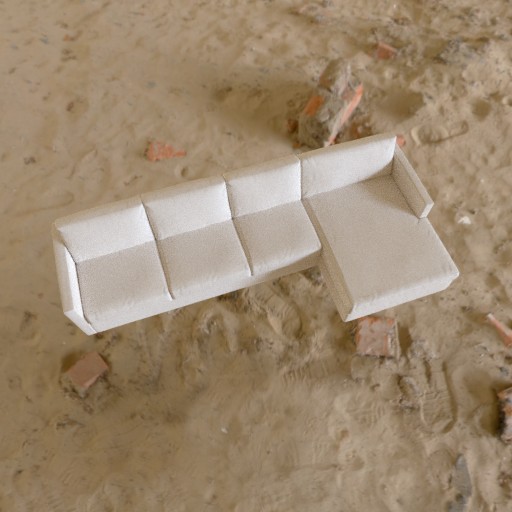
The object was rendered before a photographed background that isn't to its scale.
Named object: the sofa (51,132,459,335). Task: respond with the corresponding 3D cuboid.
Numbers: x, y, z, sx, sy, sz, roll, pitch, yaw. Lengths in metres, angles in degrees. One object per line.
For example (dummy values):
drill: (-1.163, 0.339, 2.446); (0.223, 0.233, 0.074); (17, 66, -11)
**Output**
sofa: (0.000, 0.000, 4.199); (3.471, 0.954, 1.606); (-16, 64, -8)
